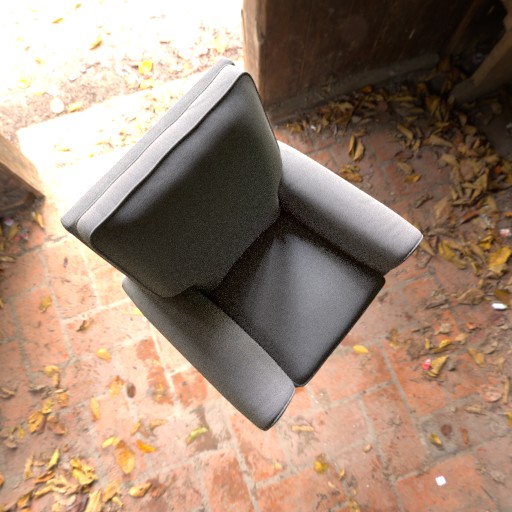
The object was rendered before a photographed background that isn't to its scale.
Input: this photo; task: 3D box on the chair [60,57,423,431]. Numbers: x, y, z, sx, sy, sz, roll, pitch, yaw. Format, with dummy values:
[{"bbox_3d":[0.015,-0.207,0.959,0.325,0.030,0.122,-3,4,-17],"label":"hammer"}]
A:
[{"bbox_3d":[0.000,0.000,1.624,0.878,0.960,0.890,40,80,9],"label":"chair"}]
